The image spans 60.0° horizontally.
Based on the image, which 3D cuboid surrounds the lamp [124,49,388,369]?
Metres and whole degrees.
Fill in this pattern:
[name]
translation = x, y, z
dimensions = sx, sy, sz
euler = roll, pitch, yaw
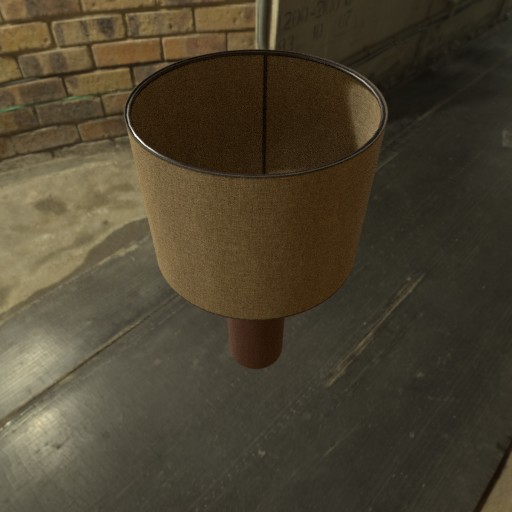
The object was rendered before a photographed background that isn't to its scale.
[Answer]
[lamp]
translation = 0.000, 0.000, 0.471
dimensions = 0.202, 0.350, 0.202
euler = 0, 46, 0
